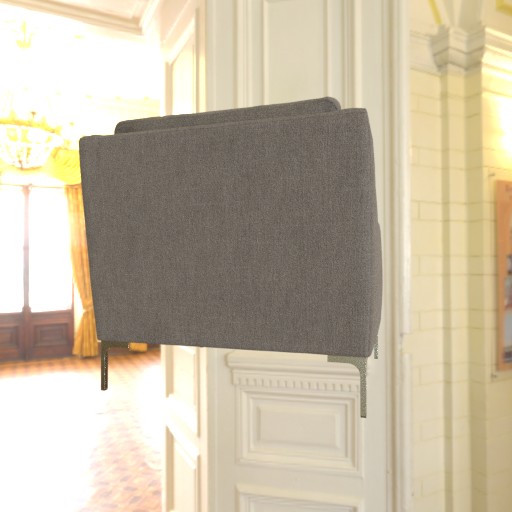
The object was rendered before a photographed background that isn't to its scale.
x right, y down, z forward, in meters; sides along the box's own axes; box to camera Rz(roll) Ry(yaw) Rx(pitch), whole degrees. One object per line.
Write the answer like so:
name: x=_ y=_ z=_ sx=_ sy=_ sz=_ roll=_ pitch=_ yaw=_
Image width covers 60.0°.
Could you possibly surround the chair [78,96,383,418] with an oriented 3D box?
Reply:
chair: x=0.000 y=0.000 z=1.553 sx=0.847 sy=0.828 sz=0.849 roll=0 pitch=-1 yaw=18
